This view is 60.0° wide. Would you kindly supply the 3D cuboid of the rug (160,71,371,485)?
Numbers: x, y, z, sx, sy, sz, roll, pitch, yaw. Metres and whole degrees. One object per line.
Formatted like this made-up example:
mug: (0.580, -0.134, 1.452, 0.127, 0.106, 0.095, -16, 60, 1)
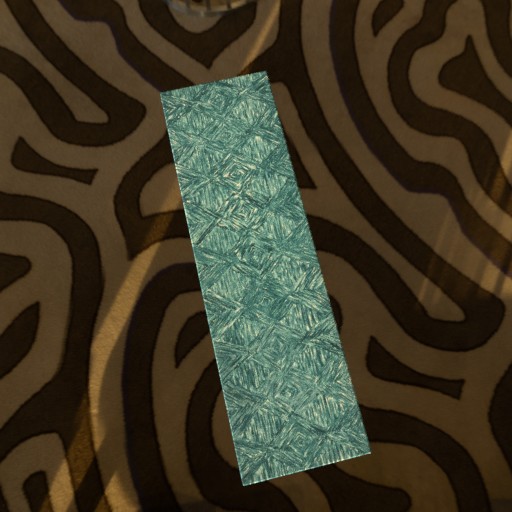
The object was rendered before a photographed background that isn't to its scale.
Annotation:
rug: (0.000, 0.000, 2.505, 0.676, 0.016, 2.286, -13, 77, -3)
